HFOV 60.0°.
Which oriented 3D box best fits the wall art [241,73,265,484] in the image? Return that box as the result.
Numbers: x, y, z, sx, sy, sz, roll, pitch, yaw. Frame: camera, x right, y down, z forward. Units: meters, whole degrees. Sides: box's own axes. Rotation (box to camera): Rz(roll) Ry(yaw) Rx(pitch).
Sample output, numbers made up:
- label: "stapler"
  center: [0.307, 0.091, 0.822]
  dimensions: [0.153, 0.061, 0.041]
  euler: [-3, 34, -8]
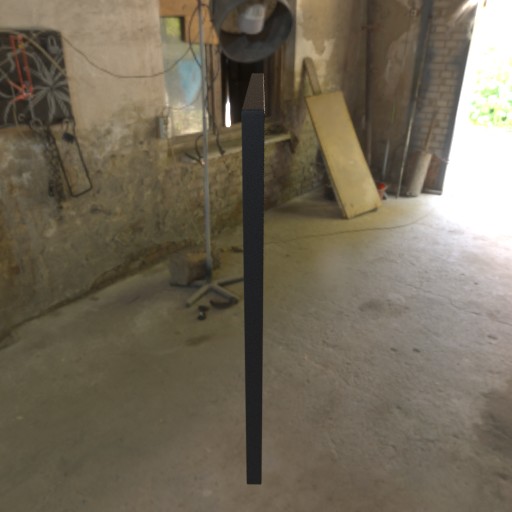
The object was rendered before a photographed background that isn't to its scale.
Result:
- label: "wall art"
  center: [0.000, 0.000, 0.707]
  dimensions: [0.021, 0.509, 0.430]
  euler: [0, 26, 1]
